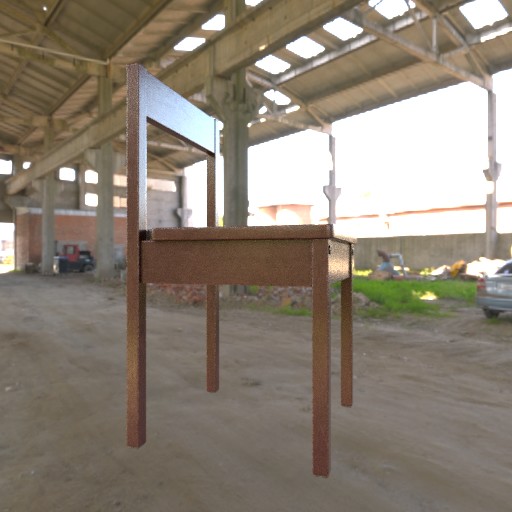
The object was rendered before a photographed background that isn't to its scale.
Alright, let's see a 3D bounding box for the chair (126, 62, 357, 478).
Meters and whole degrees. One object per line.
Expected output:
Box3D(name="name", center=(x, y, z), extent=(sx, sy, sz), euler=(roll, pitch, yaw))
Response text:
Box3D(name="chair", center=(0.000, 0.000, 0.882), extent=(0.361, 0.668, 0.367), euler=(0, 0, 18))
